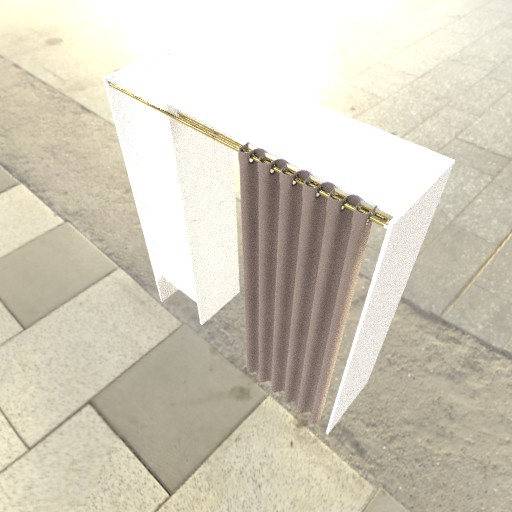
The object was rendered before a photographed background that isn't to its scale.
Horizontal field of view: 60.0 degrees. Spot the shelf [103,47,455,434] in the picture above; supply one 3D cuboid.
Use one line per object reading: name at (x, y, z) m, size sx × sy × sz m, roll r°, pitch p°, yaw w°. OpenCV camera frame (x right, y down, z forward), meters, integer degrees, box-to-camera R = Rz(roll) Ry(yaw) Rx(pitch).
shelf at (0.000, 0.000, 2.602) m, size 1.600 × 1.820 × 0.500 m, roll 33°, pitch 55°, yaw 26°
